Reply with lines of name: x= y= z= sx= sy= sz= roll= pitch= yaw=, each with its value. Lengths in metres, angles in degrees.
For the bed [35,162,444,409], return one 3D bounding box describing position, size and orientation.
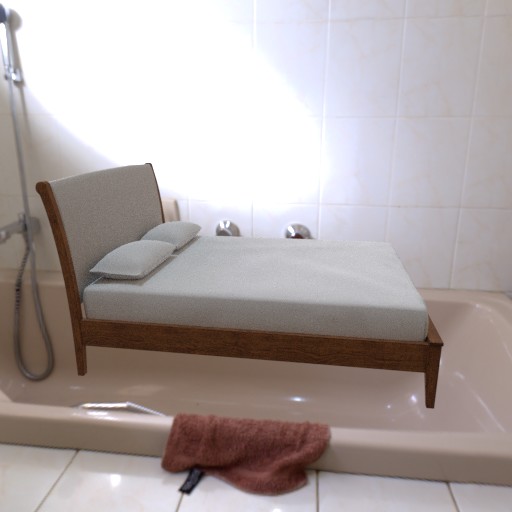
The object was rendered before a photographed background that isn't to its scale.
bed: x=0.000 y=0.000 z=2.994 sx=2.108 sy=1.135 sz=1.502 roll=3 pitch=16 yaw=9
